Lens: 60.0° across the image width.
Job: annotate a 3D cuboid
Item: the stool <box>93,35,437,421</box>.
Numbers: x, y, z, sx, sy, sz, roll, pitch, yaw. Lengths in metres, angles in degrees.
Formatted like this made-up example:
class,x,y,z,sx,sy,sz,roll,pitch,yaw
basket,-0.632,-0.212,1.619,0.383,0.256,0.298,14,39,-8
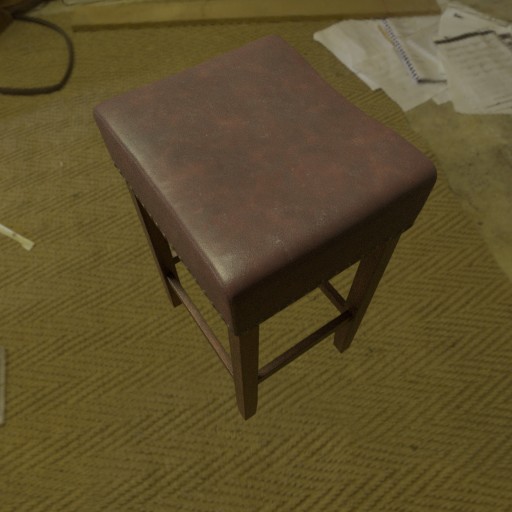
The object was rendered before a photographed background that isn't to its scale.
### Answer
class,x,y,z,sx,sy,sz,roll,pitch,yaw
stool,0.000,0.000,1.049,0.401,0.769,0.465,-30,62,-18
